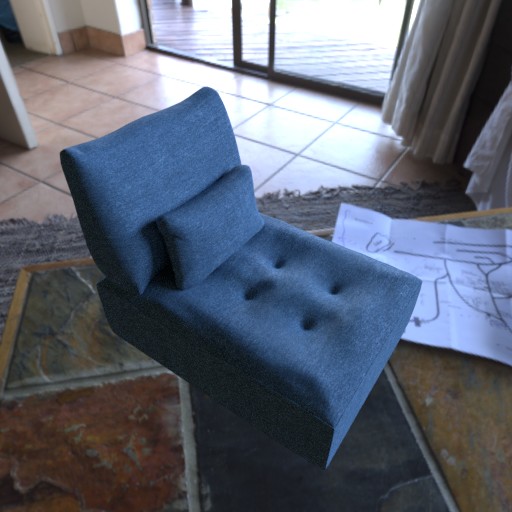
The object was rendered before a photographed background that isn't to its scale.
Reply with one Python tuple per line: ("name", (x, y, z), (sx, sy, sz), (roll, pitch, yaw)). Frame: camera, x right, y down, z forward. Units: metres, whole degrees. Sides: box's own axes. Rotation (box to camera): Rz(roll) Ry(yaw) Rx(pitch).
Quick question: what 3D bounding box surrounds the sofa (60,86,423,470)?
("sofa", (0.000, 0.000, 1.533), (1.000, 0.820, 0.700), (25, 47, 26))
